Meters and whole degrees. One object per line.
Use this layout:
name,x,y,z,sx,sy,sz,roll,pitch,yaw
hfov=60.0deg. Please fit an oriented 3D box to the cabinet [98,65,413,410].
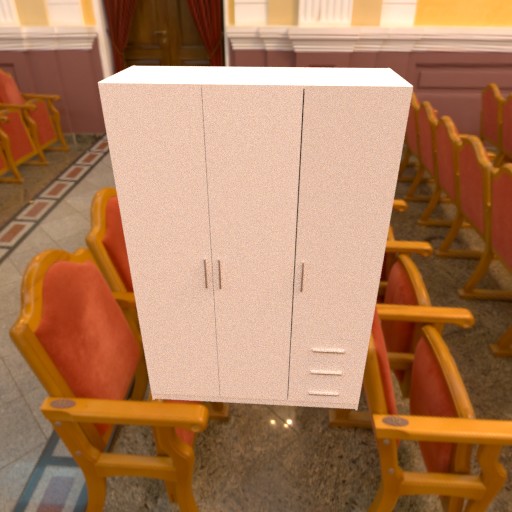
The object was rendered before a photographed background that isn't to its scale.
cabinet,0.000,0.000,2.498,1.290,1.910,0.510,2,31,3
